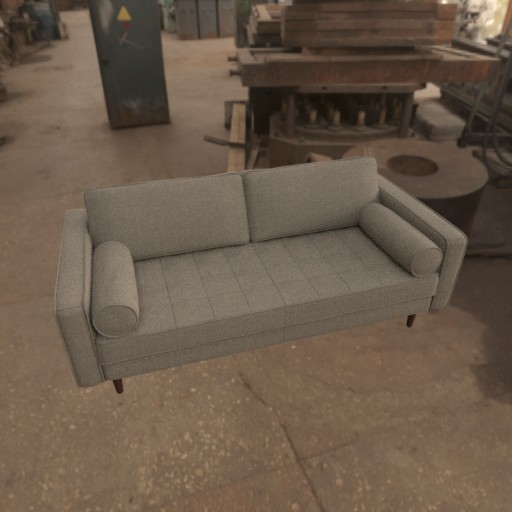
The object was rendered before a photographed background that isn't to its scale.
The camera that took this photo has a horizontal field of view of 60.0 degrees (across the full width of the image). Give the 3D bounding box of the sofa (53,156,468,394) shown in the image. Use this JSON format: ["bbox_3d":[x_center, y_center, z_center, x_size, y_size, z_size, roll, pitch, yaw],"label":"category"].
[{"bbox_3d":[0.000,0.000,2.324,1.879,0.762,0.914,-9,34,-14],"label":"sofa"}]
